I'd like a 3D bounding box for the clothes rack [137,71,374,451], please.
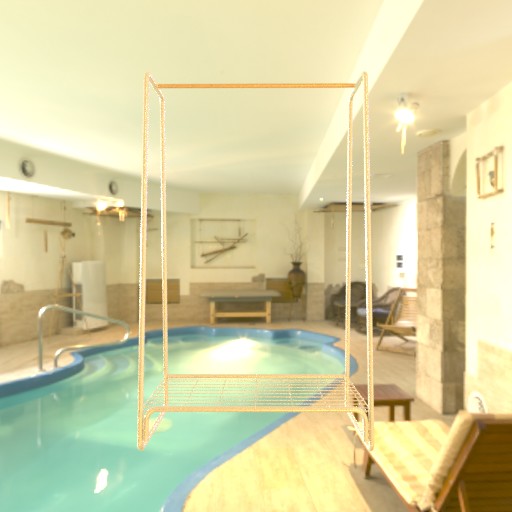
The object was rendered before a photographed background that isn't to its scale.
[{"bbox_3d":[0.000,0.000,1.920,0.900,1.500,0.495,0,0,0],"label":"clothes rack"}]
